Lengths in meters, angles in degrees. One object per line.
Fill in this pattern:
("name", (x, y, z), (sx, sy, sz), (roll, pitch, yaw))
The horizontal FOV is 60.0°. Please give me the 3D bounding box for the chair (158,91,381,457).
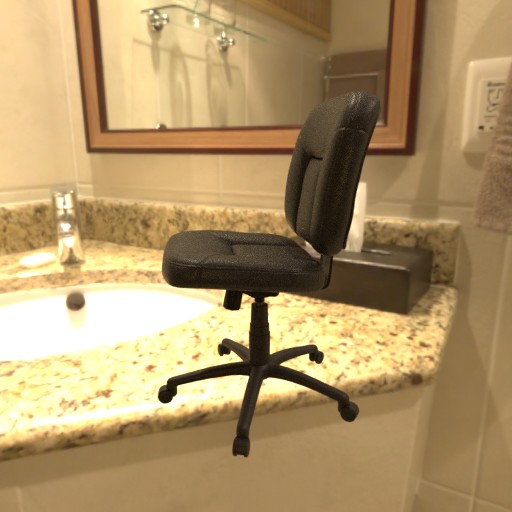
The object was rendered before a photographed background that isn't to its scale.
("chair", (0.000, 0.000, 1.379), (0.646, 0.959, 0.647), (-2, 15, -8))
